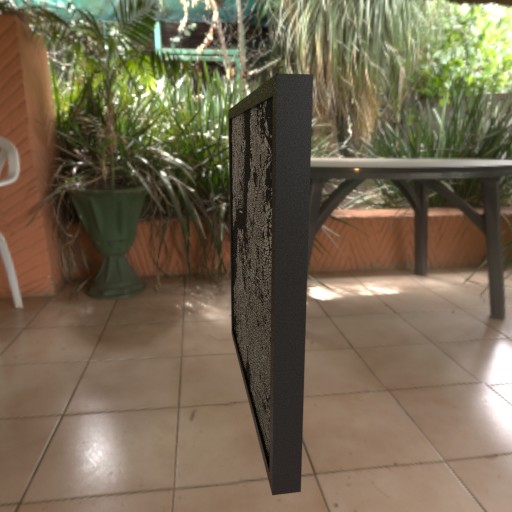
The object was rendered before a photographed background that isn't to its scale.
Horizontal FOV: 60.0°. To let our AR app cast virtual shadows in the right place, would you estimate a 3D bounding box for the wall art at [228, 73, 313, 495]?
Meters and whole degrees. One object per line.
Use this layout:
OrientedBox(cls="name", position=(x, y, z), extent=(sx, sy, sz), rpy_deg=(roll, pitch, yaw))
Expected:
OrientedBox(cls="wall art", position=(0.000, 0.000, 0.752), extent=(0.038, 0.506, 0.506), rpy_deg=(-2, 14, -9))
